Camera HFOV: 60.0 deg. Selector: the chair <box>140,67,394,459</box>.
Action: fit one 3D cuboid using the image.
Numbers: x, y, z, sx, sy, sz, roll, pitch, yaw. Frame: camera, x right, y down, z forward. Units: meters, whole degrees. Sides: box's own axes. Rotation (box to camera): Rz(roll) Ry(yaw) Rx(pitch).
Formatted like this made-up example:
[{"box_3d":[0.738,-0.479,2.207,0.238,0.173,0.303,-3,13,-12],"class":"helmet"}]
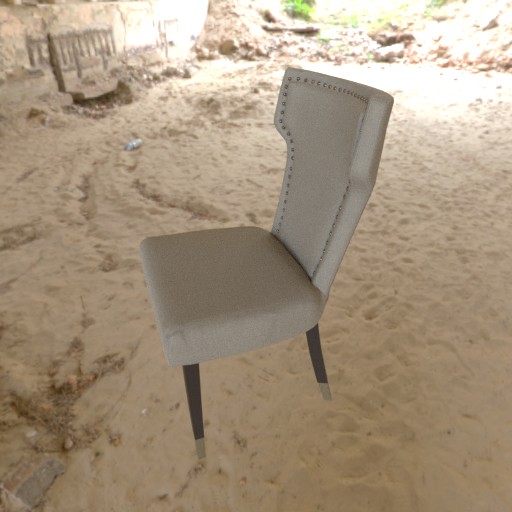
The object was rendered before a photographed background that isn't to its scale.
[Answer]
[{"box_3d":[0.000,0.000,1.301,0.630,0.955,0.526,-10,32,-17],"class":"chair"}]
